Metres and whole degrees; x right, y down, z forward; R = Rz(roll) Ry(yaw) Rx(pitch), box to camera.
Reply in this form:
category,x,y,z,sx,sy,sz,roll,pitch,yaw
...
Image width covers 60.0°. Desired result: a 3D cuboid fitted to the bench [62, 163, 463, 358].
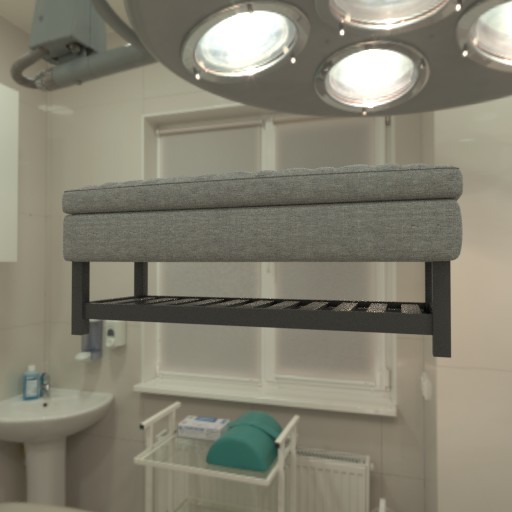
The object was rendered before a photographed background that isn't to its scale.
category,x,y,z,sx,sy,sz,roll,pitch,yaw
bench,0.000,0.000,1.330,1.100,0.470,0.429,0,-1,18
